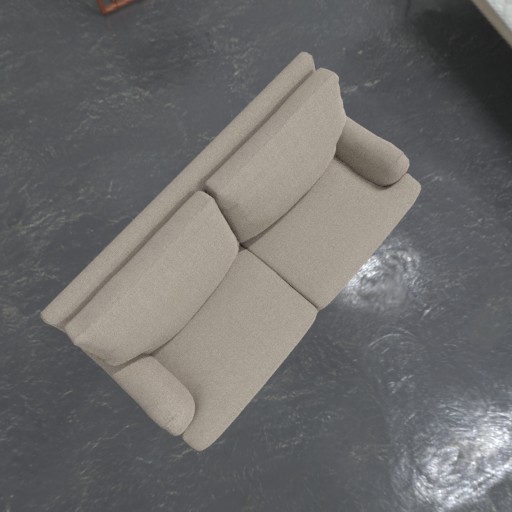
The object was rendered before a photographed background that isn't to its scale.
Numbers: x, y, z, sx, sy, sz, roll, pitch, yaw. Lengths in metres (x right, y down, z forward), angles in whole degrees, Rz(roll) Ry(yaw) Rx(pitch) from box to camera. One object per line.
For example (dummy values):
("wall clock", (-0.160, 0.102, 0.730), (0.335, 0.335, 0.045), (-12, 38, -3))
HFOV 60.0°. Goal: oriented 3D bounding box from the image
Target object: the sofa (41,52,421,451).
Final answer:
("sofa", (0.000, 0.000, 2.763), (1.087, 1.054, 2.160), (40, 79, 10))
